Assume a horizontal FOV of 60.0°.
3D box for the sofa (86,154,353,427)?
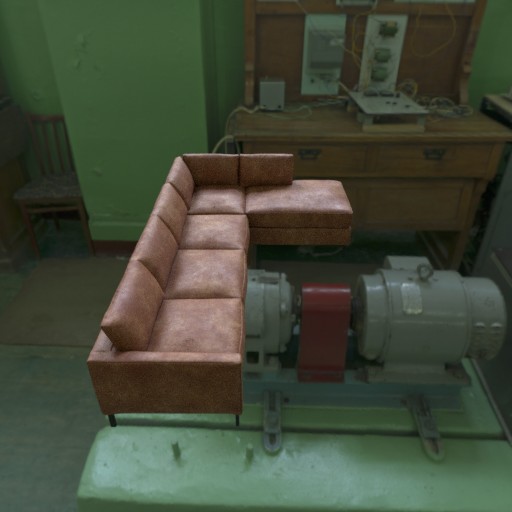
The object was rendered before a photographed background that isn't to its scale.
[{"bbox_3d":[0.000,0.000,3.896,1.938,0.877,2.984,0,33,0],"label":"sofa"}]
